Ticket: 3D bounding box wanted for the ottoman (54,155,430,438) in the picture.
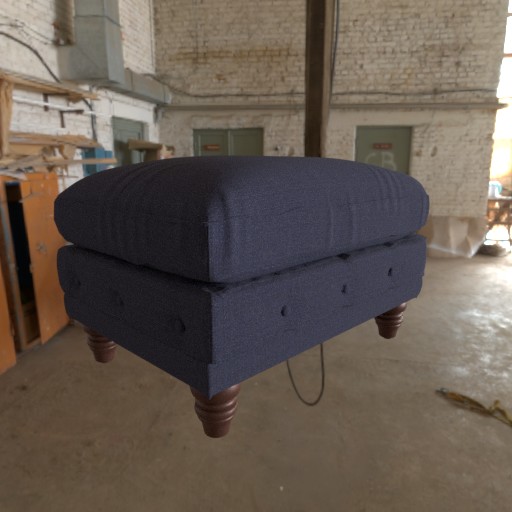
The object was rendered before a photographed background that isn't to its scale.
[{"bbox_3d":[0.000,0.000,1.098,0.558,0.486,0.767,12,17,43],"label":"ottoman"}]
